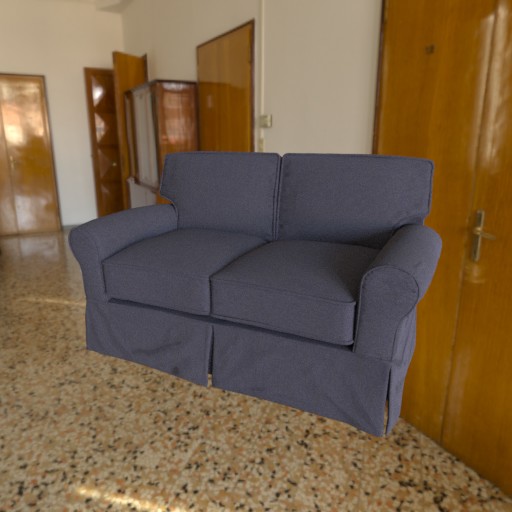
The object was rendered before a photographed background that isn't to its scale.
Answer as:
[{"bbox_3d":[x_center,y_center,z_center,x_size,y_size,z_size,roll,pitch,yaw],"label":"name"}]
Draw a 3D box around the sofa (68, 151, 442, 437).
[{"bbox_3d":[0.000,0.000,2.369,1.801,1.059,0.997,8,17,26],"label":"sofa"}]
